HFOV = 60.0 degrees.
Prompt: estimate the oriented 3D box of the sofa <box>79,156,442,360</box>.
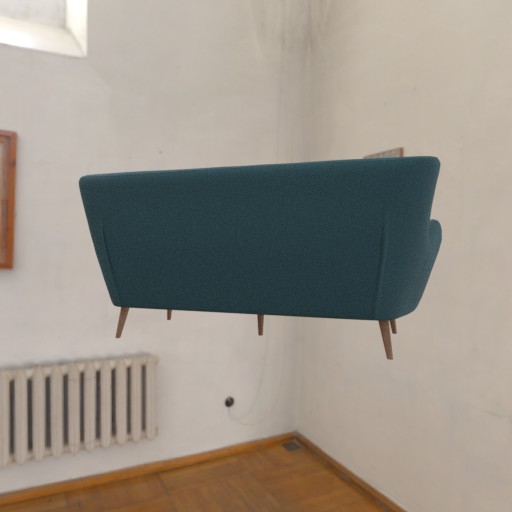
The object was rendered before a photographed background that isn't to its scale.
[{"bbox_3d":[0.000,0.000,2.423,1.930,0.890,0.889,1,2,18],"label":"sofa"}]
